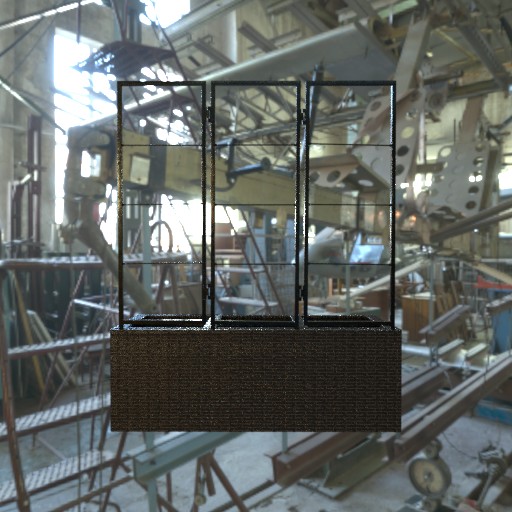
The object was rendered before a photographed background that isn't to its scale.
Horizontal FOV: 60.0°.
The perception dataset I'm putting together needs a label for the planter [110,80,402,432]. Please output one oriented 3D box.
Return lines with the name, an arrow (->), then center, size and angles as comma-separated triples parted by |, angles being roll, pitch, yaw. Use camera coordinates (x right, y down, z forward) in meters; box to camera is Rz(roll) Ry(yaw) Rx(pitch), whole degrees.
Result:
planter -> 0.000, 0.000, 1.173 | 0.699, 0.841, 0.244 | 0, 1, 0
